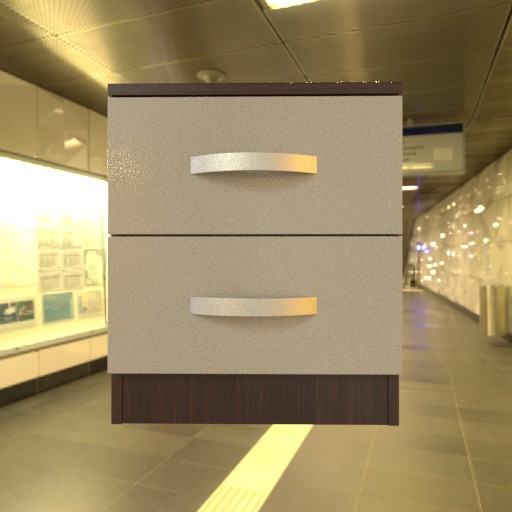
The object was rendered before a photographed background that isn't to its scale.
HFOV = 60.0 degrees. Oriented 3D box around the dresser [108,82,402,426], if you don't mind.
[{"bbox_3d":[0.000,0.000,0.754,0.400,0.470,0.360,0,0,1],"label":"dresser"}]
